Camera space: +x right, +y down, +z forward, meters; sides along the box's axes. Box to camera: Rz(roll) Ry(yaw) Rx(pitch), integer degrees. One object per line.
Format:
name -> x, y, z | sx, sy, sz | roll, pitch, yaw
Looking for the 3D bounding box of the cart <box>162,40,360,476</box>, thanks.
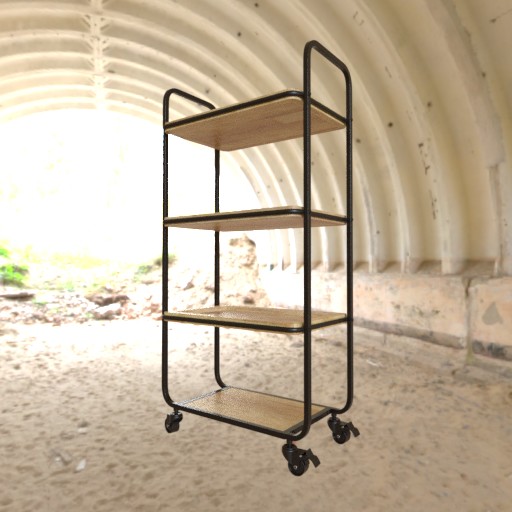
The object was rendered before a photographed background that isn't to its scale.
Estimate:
cart -> 0.000, 0.000, 1.325 | 0.545, 1.080, 0.321 | -1, -1, 37
